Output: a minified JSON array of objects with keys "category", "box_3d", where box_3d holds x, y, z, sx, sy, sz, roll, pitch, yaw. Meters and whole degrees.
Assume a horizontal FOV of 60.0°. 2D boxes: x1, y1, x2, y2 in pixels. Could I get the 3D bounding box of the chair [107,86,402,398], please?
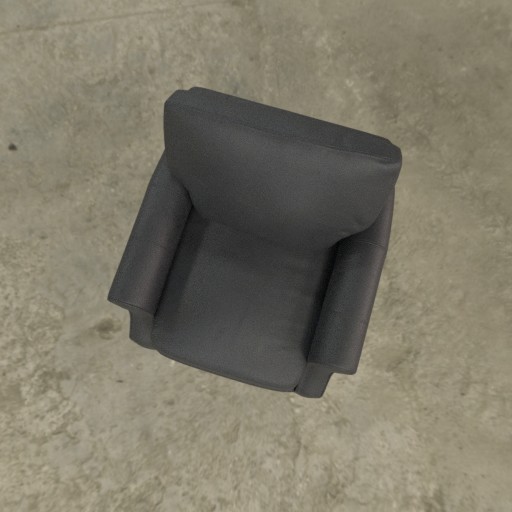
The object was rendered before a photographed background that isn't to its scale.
[{"category":"chair","box_3d":[0.000,0.000,1.816,1.015,0.960,1.027,21,76,5]}]
